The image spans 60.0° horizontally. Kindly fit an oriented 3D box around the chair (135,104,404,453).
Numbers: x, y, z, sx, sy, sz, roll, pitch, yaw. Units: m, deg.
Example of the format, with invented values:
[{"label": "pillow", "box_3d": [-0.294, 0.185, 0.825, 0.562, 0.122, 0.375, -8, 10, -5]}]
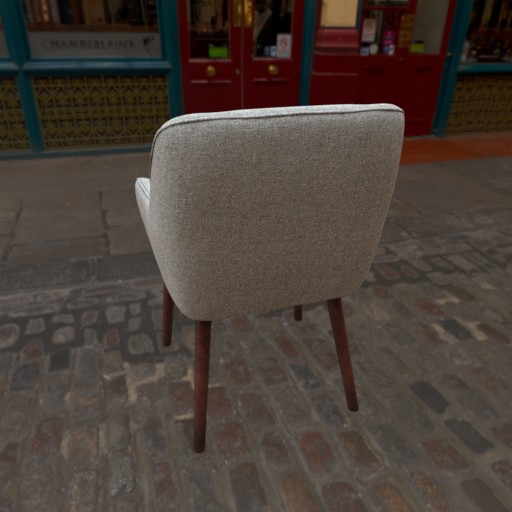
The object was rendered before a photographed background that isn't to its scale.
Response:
[{"label": "chair", "box_3d": [0.000, 0.000, 1.145, 0.543, 0.803, 0.519, -8, 28, -16]}]
